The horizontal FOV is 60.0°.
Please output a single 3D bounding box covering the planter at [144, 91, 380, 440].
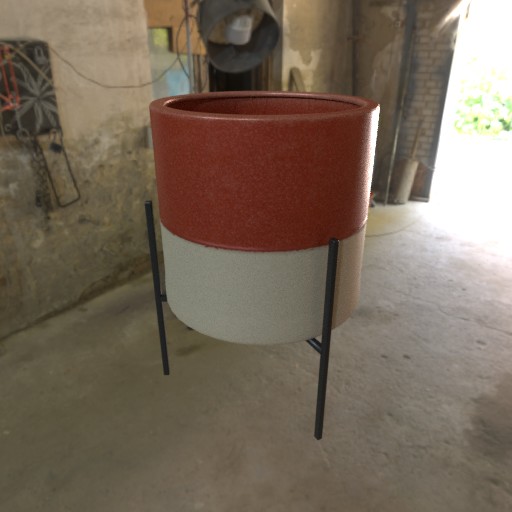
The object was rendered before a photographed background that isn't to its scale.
[{"bbox_3d":[0.000,0.000,0.533,0.251,0.354,0.235,0,25,-1],"label":"planter"}]
